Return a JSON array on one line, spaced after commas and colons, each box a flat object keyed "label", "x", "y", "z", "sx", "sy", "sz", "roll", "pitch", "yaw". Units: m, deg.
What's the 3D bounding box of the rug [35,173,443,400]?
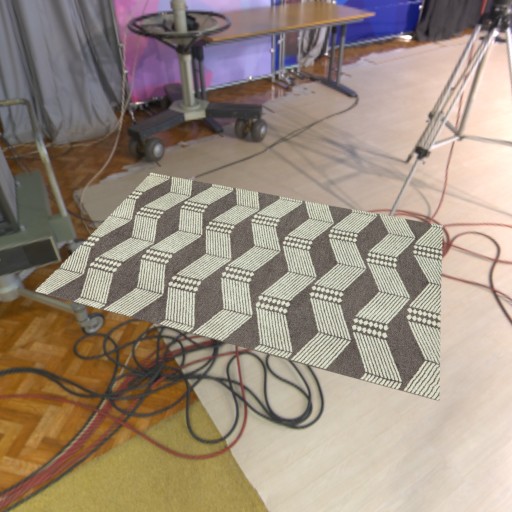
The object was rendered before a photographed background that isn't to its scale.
[{"label": "rug", "x": 0.000, "y": 0.000, "z": 3.047, "sx": 2.435, "sy": 0.011, "sz": 1.517, "roll": 12, "pitch": 43, "yaw": 14}]
